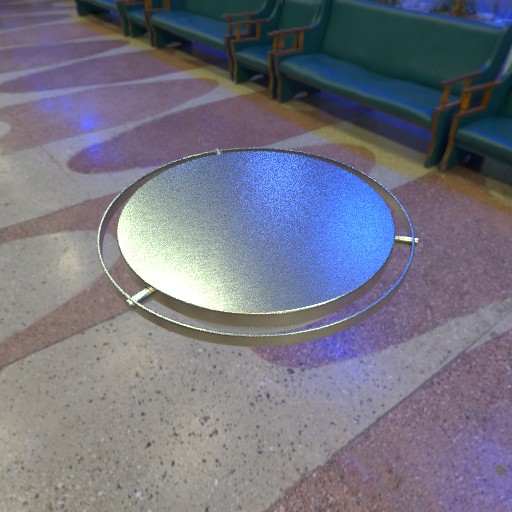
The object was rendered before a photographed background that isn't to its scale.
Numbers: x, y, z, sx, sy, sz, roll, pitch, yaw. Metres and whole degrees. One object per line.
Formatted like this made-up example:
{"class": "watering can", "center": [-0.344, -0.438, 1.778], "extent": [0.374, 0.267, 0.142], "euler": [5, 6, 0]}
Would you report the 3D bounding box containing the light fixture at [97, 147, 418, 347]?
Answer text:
{"class": "light fixture", "center": [0.000, 0.000, 0.559], "extent": [0.361, 0.130, 0.361], "euler": [0, 40, 0]}
